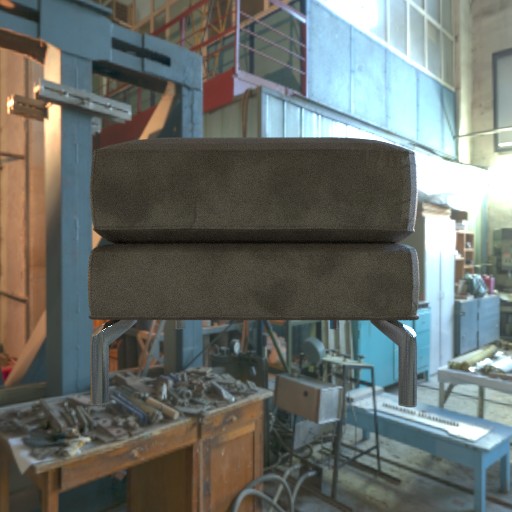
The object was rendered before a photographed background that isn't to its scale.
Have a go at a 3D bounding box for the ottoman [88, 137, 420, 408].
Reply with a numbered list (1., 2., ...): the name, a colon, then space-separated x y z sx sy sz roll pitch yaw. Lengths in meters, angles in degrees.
1. ottoman: 0.000 0.000 1.029 0.520 0.456 0.719 0 0 1
